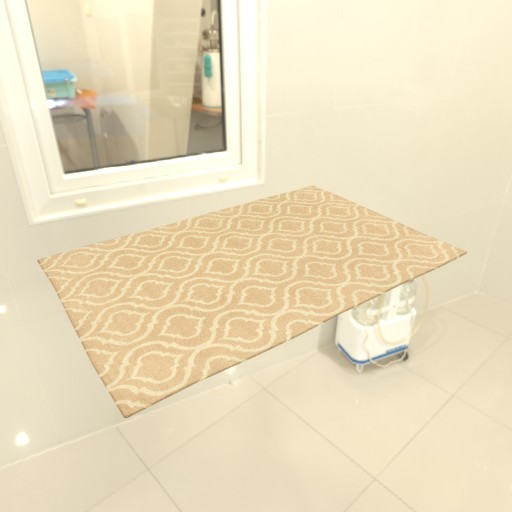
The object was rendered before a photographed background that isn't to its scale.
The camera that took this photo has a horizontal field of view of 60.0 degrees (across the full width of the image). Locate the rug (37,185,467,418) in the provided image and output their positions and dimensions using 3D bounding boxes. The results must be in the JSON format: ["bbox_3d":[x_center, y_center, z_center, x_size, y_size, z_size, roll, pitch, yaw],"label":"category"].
[{"bbox_3d":[0.000,0.000,2.145,1.761,0.013,1.152,-19,35,-30],"label":"rug"}]
